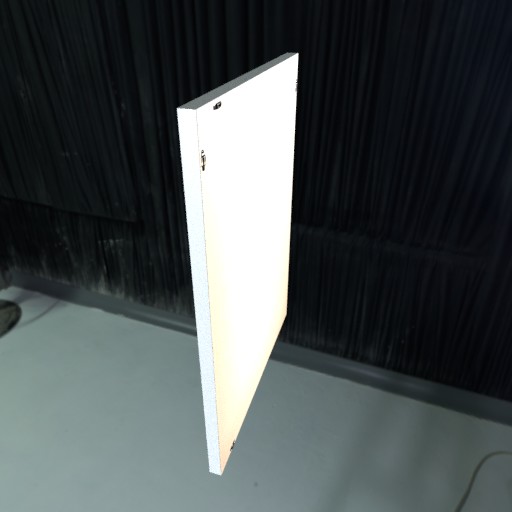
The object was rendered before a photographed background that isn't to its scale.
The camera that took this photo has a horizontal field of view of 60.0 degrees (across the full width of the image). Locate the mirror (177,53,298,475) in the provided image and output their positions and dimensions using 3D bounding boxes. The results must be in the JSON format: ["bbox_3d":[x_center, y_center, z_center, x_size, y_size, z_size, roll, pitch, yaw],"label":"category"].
[{"bbox_3d":[0.000,0.000,1.313,0.040,1.016,0.762,9,33,15],"label":"mirror"}]
